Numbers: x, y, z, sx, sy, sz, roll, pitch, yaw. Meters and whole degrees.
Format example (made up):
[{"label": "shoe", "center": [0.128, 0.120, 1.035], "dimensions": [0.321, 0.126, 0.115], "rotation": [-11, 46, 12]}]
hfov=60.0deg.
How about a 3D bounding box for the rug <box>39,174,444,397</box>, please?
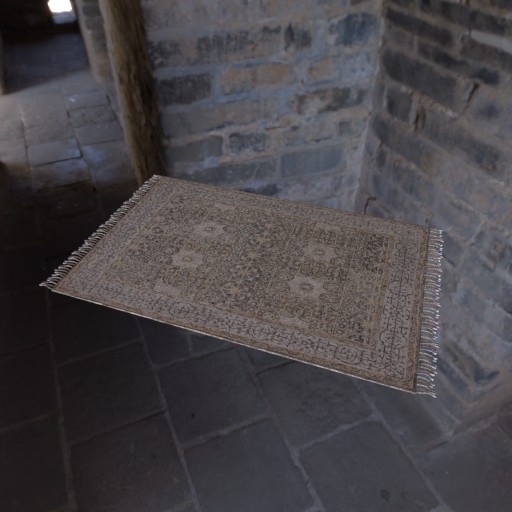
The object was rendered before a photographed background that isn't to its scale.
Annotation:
[{"label": "rug", "center": [0.000, 0.000, 2.548], "dimensions": [2.029, 0.010, 1.237], "rotation": [13, 42, 15]}]
